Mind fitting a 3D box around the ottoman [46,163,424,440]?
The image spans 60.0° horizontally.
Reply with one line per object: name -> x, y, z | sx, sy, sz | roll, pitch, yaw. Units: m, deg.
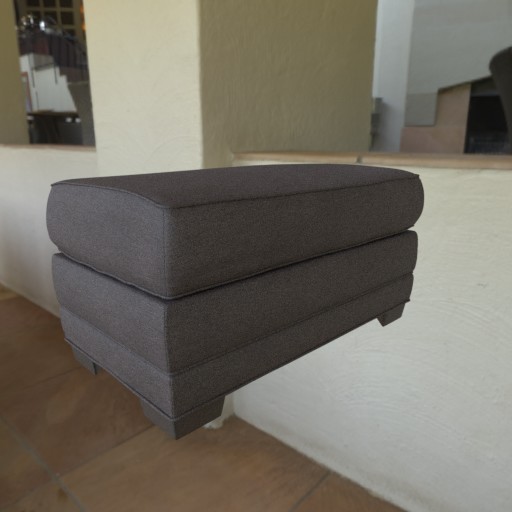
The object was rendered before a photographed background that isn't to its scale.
ottoman -> 0.000, 0.000, 1.130 | 0.864, 0.448, 0.490 | -14, 20, -43
